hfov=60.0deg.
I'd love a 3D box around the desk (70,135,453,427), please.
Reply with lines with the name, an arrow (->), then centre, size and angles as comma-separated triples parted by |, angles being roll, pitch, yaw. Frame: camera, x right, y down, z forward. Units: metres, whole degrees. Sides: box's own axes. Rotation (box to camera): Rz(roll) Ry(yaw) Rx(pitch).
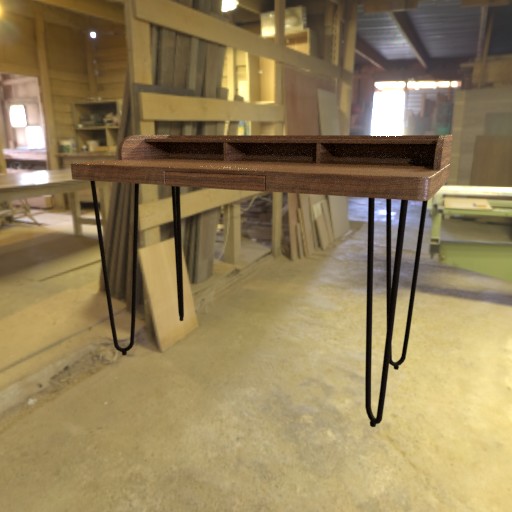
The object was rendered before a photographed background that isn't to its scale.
desk -> 0.000, 0.000, 1.622 | 1.200, 0.854, 0.565 | 8, 17, 26
